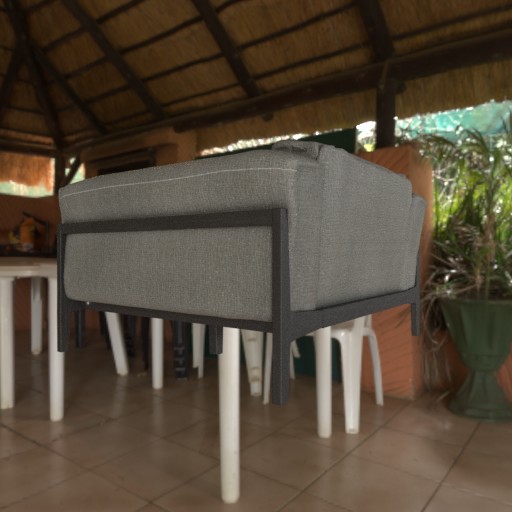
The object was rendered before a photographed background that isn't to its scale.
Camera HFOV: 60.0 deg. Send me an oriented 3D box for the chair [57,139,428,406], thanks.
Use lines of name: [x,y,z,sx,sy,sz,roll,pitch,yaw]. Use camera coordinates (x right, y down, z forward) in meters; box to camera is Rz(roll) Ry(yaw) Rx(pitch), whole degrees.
chair: [0.000,0.000,1.646,0.969,0.646,1.056,0,1,36]
